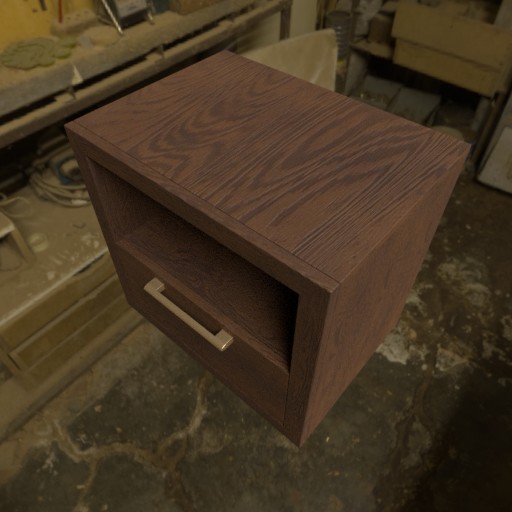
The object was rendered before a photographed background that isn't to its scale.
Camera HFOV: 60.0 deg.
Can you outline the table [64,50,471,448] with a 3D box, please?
[{"bbox_3d":[0.000,0.000,0.956,0.560,0.585,0.439,33,55,26],"label":"table"}]
